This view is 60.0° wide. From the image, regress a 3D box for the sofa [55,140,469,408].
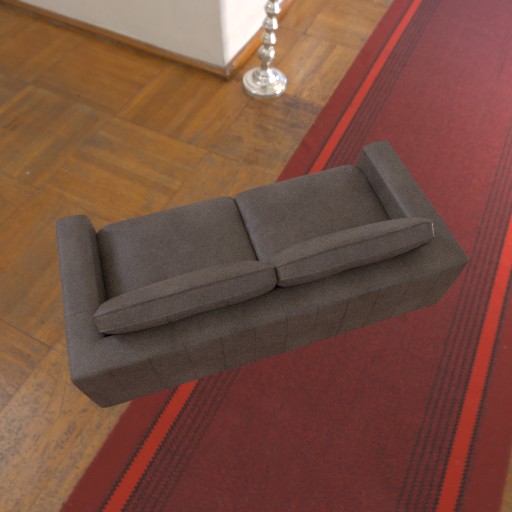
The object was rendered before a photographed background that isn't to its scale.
[{"bbox_3d":[0.000,0.000,2.755,2.262,0.801,1.070,-15,59,-9],"label":"sofa"}]
